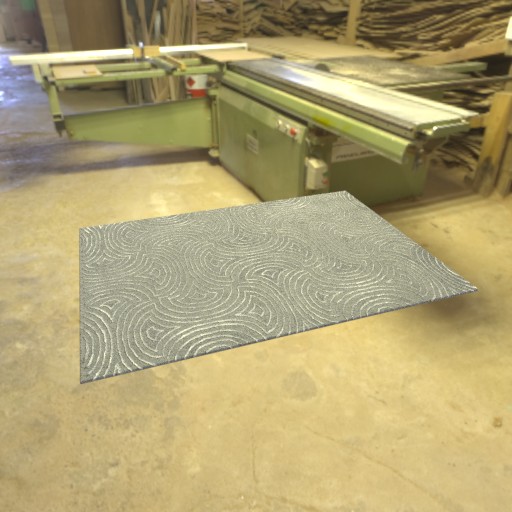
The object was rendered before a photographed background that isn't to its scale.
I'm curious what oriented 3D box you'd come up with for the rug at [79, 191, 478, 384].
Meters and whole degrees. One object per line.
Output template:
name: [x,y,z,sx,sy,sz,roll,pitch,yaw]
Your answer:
rug: [0.000,0.000,2.844,2.144,0.015,1.543,-10,32,-16]
